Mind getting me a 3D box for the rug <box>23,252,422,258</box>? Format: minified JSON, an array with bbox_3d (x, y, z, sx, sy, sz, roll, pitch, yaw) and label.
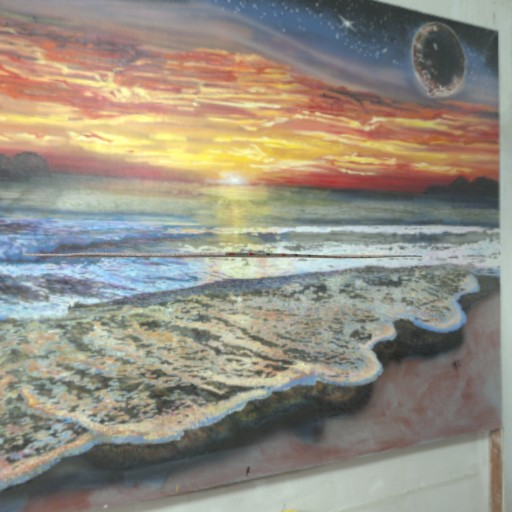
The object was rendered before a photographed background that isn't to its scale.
[{"bbox_3d":[0.000,0.000,3.056,1.537,0.029,2.439,0,0,37],"label":"rug"}]
